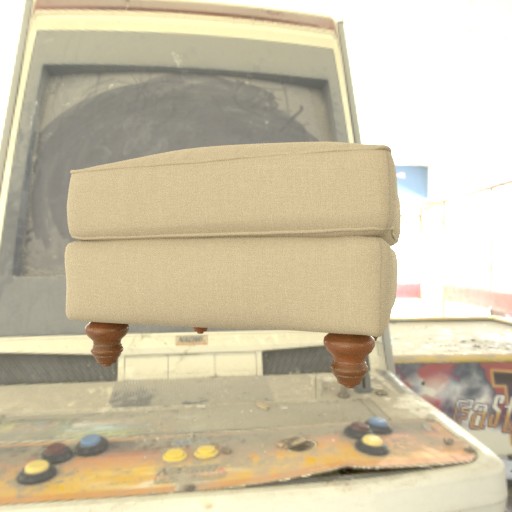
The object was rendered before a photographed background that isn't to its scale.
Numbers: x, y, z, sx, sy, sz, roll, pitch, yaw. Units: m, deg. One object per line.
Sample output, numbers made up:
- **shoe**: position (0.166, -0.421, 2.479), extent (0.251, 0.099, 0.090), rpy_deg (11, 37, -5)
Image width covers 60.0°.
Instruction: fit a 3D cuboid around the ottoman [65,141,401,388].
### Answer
- **ottoman**: position (0.000, 0.000, 1.157), extent (0.716, 0.505, 0.662), rpy_deg (0, -1, 19)
